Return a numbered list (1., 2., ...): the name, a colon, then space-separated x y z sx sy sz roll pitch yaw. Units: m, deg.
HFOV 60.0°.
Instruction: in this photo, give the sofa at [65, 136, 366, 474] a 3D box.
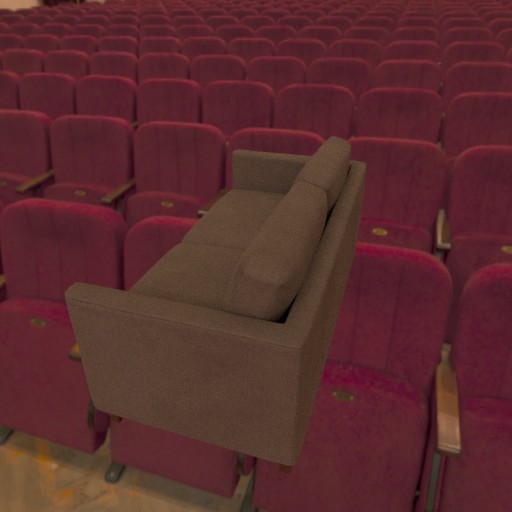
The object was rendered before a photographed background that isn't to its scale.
1. sofa: 0.000 0.000 2.413 0.950 0.963 1.884 10 32 16
